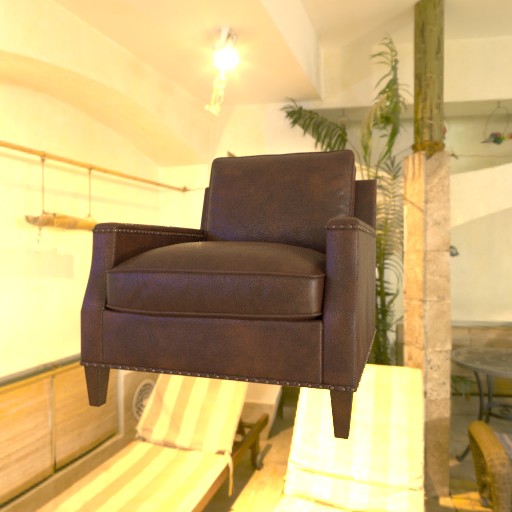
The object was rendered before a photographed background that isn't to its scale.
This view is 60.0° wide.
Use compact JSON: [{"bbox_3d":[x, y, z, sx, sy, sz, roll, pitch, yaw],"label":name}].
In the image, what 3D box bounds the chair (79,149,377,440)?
[{"bbox_3d":[0.000,0.000,1.692,0.853,0.929,1.014,0,1,18],"label":"chair"}]
